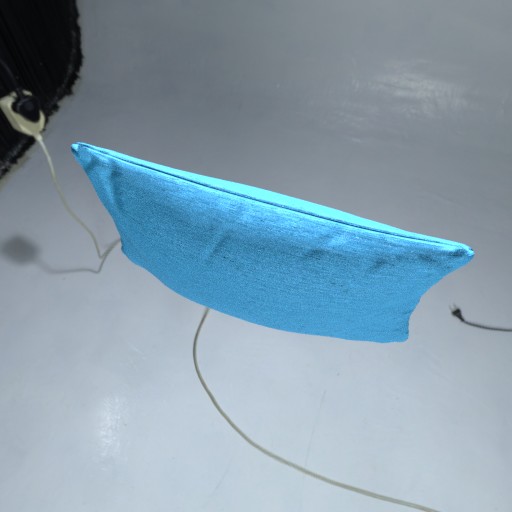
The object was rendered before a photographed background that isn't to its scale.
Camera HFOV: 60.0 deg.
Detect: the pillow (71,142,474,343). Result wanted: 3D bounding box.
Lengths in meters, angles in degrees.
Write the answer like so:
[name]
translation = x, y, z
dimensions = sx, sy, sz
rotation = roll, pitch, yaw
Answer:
[pillow]
translation = 0.000, 0.000, 0.794
dimensions = 0.633, 0.338, 0.210
rotation = 16, 61, 10
